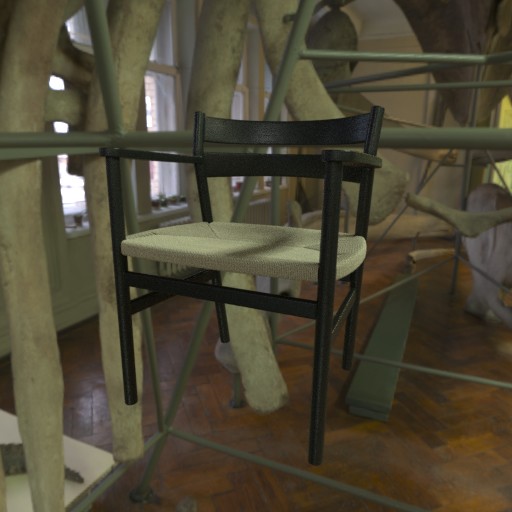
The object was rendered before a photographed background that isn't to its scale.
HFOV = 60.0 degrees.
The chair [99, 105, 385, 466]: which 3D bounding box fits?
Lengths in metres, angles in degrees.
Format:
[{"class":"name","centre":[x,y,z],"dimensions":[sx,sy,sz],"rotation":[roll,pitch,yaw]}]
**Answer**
[{"class":"chair","centre":[0.000,0.000,1.199],"dimensions":[0.630,0.775,0.508],"rotation":[7,16,25]}]
